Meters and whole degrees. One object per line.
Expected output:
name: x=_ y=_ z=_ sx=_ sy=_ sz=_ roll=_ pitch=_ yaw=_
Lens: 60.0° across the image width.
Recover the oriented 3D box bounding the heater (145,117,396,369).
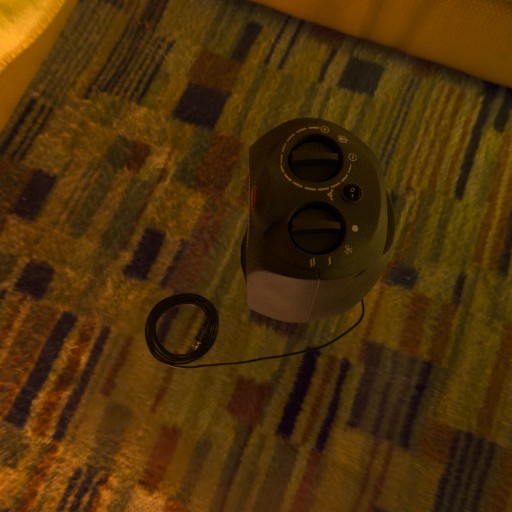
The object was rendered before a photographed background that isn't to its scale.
heater: x=0.000 y=0.000 z=0.482 sx=0.291 sy=0.255 sz=0.239 roll=1 pitch=75 yaw=0
